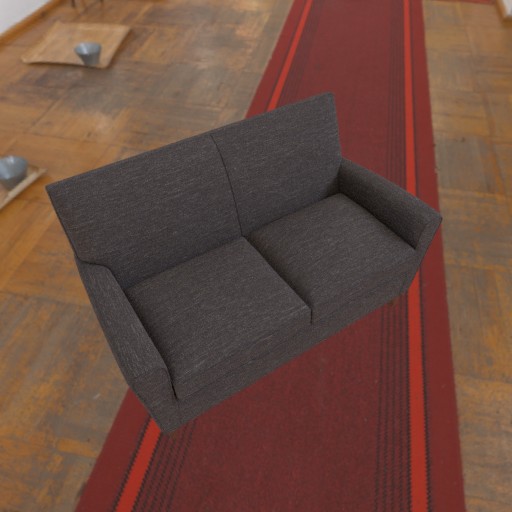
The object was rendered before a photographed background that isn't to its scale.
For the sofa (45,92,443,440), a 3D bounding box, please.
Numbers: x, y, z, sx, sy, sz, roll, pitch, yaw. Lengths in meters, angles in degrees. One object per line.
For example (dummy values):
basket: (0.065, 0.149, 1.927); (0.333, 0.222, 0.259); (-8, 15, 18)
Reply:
sofa: (0.000, 0.000, 2.081); (1.509, 0.905, 0.867); (-25, 52, -22)
